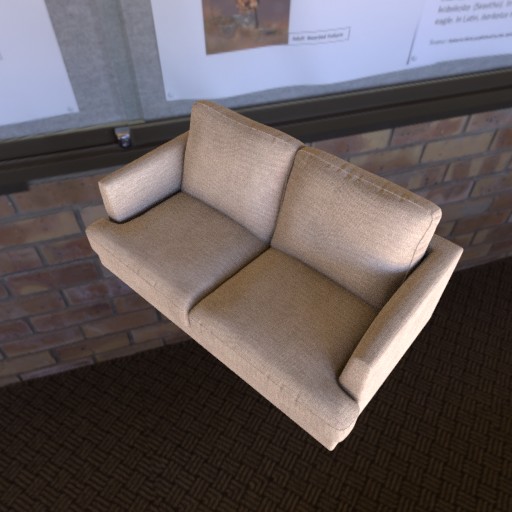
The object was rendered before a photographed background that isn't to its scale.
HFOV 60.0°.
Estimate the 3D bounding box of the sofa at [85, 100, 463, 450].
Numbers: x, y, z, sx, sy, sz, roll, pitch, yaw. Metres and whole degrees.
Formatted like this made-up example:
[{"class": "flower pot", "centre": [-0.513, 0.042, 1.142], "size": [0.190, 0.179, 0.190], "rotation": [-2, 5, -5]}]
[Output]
[{"class": "sofa", "centre": [0.000, 0.000, 2.126], "size": [1.582, 0.944, 0.903], "rotation": [33, 55, 27]}]
